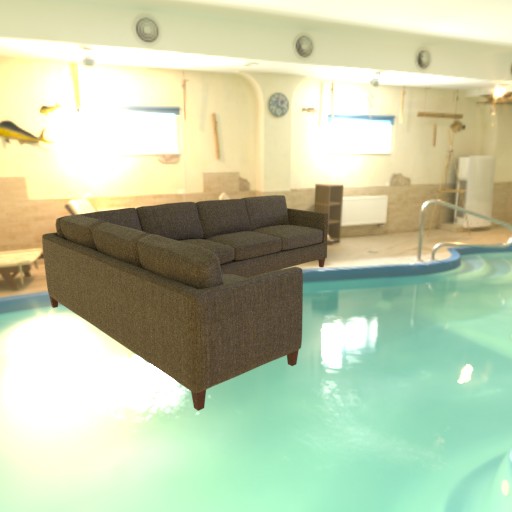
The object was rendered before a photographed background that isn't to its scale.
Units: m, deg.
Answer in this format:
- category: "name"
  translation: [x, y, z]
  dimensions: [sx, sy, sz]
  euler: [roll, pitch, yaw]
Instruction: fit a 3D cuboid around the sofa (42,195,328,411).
- category: "sofa"
  translation: [0.000, 0.000, 4.478]
  dimensions: [3.302, 0.947, 2.593]
  euler: [-12, 18, -41]
